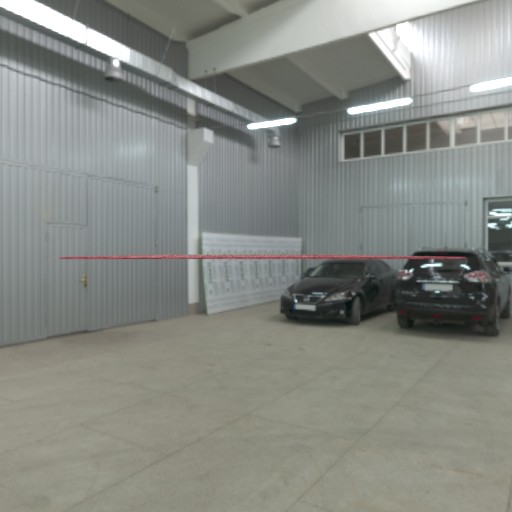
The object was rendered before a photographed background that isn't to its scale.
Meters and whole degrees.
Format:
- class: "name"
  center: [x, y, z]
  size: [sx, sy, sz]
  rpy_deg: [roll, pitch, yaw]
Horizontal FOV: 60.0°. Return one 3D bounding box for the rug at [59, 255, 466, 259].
- class: "rug"
  center: [0.000, 0.000, 2.807]
  size: [1.579, 0.007, 2.184]
  rpy_deg: [0, 0, -2]
